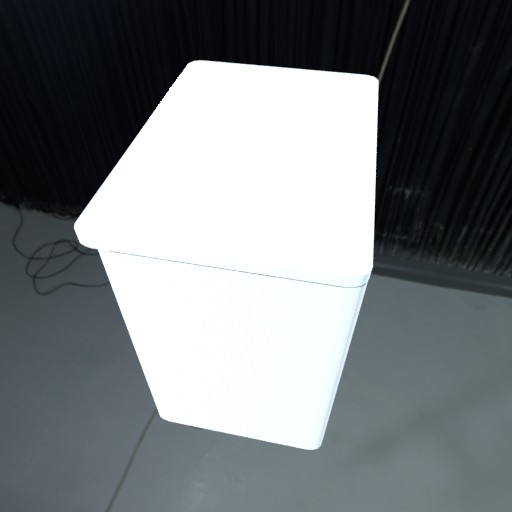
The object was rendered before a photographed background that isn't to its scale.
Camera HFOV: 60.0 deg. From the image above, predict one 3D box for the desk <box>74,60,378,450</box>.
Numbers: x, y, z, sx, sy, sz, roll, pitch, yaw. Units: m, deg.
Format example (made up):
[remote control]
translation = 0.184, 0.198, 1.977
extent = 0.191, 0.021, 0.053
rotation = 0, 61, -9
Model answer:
[desk]
translation = 0.000, 0.000, 1.318
extent = 0.549, 0.800, 0.762
rotation = 8, 47, 8
